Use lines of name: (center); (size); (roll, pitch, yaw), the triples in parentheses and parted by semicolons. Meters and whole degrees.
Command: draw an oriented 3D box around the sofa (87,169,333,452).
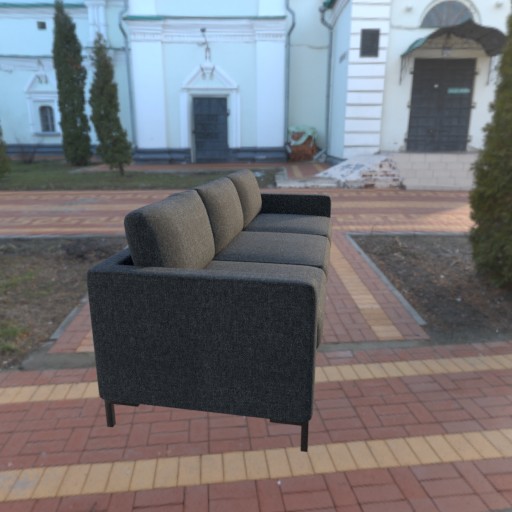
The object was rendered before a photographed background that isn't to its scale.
sofa: (0.000, 0.000, 2.626); (0.859, 0.874, 2.218); (3, 16, 10)
